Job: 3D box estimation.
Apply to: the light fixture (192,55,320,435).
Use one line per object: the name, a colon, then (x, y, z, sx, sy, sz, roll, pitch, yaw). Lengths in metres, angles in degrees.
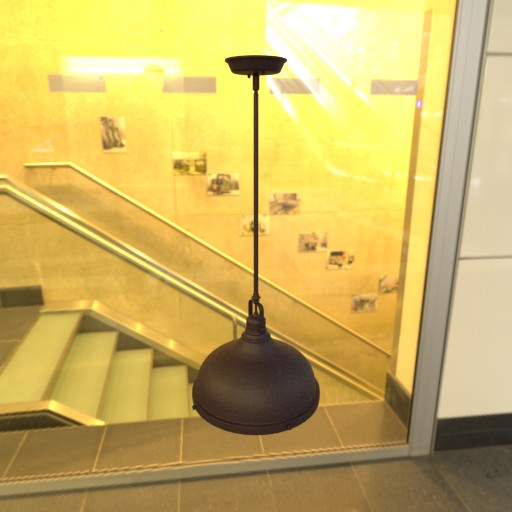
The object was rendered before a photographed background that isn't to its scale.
light fixture: (0.000, 0.000, 1.039, 0.341, 0.849, 0.341, -8, 18, -26)
